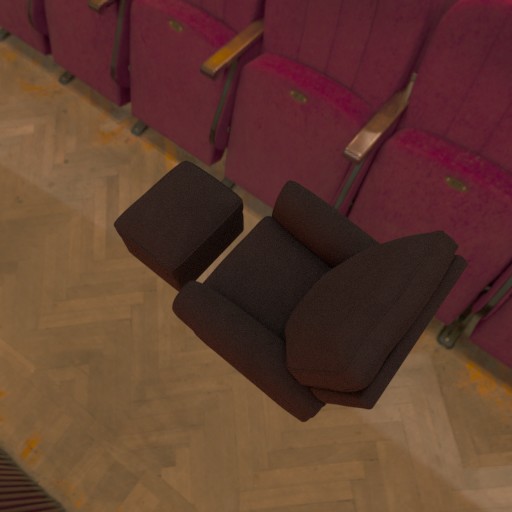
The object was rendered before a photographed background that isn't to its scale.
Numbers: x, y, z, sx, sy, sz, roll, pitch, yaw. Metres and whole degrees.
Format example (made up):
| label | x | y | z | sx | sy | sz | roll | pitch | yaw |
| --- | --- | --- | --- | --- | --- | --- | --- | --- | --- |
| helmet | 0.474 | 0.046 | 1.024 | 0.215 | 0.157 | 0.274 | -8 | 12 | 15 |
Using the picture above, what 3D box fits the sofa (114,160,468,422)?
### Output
| label | x | y | z | sx | sy | sz | roll | pitch | yaw |
| --- | --- | --- | --- | --- | --- | --- | --- | --- | --- |
| sofa | 0.000 | 0.000 | 2.033 | 1.478 | 0.959 | 0.880 | 36 | 68 | 17 |
